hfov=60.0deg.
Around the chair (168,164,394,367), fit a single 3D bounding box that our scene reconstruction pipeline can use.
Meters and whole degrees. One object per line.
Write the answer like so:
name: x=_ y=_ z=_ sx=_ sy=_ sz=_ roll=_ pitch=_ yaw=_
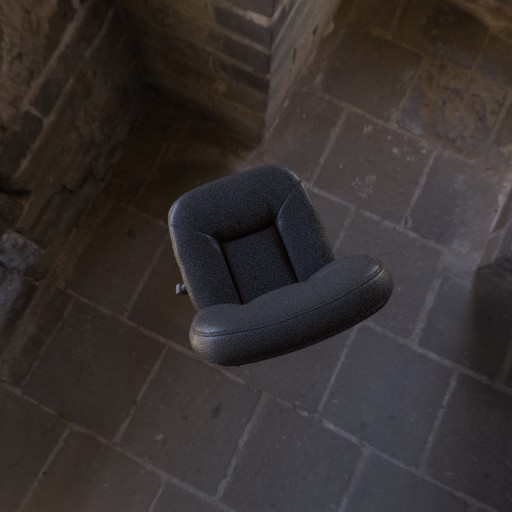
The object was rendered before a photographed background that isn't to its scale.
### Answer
chair: x=0.000 y=0.000 z=1.405 sx=0.647 sy=0.959 sz=0.646 roll=-20 pitch=76 yaw=-5
